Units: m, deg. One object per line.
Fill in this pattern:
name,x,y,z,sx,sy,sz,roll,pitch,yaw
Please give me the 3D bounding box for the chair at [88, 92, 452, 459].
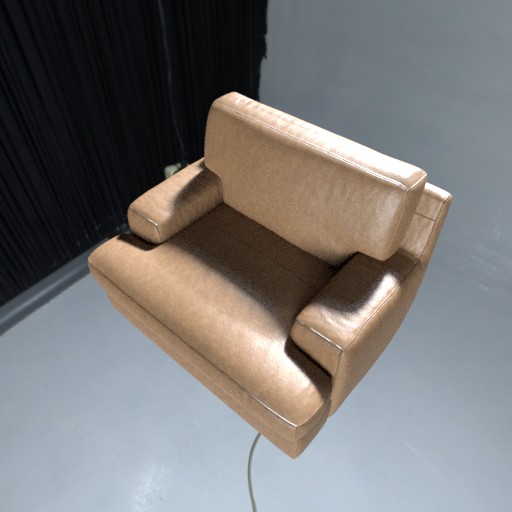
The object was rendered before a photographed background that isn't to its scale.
chair,0.000,0.000,1.986,1.276,0.978,1.050,32,54,27
